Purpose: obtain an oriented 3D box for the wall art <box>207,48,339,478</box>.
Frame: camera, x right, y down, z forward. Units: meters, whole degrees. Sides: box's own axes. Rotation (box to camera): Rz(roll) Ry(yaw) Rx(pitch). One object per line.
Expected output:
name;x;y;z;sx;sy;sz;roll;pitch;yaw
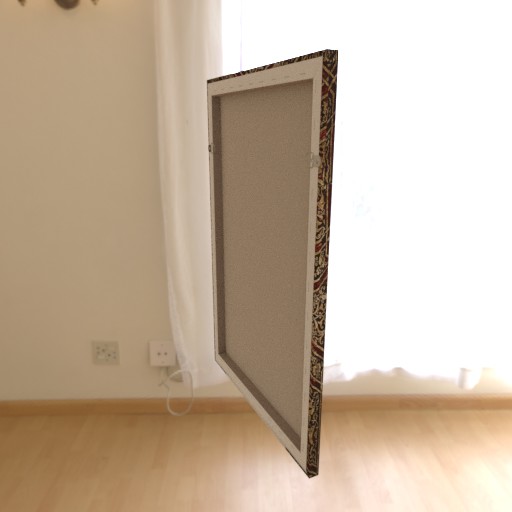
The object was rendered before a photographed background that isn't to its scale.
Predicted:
wall art;0.000;0.000;0.764;0.020;0.599;0.397;-8;18;-25
